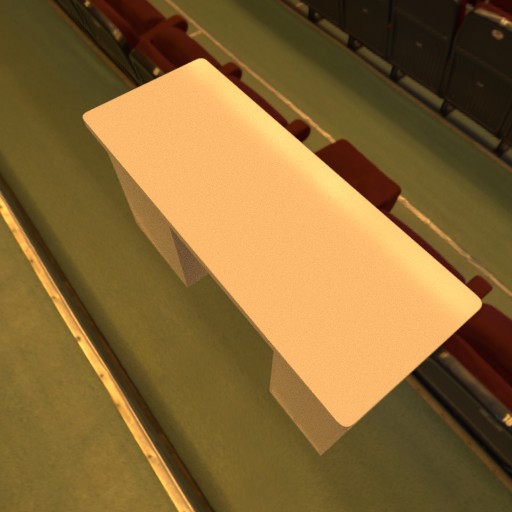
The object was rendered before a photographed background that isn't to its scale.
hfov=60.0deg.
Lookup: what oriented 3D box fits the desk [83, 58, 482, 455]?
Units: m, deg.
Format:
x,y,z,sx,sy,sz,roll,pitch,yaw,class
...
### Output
x,y,z,sx,sy,sz,roll,pitch,yaw,class
0.000,0.000,1.771,0.550,0.762,1.400,-34,65,-18,desk
